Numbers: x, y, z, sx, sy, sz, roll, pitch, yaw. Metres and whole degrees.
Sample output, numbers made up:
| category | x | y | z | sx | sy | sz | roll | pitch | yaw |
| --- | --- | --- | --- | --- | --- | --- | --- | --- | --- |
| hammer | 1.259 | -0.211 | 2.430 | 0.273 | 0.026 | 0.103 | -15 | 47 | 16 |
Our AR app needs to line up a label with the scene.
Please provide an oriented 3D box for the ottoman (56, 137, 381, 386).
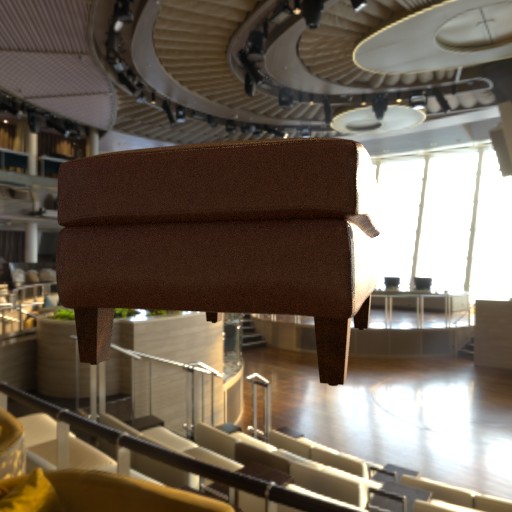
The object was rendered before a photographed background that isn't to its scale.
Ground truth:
| category | x | y | z | sx | sy | sz | roll | pitch | yaw |
| --- | --- | --- | --- | --- | --- | --- | --- | --- | --- |
| ottoman | 0.000 | 0.000 | 1.224 | 0.650 | 0.485 | 0.851 | 0 | 0 | 18 |
